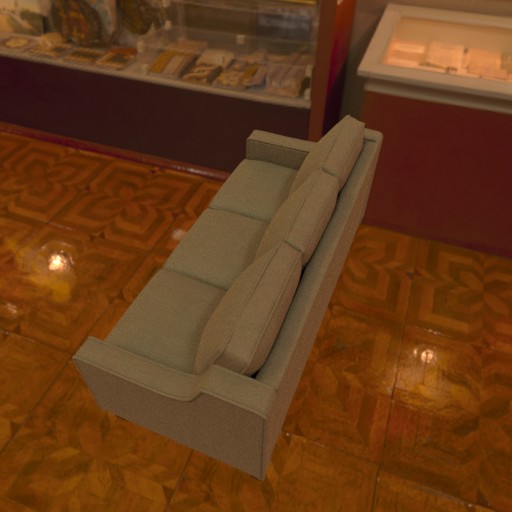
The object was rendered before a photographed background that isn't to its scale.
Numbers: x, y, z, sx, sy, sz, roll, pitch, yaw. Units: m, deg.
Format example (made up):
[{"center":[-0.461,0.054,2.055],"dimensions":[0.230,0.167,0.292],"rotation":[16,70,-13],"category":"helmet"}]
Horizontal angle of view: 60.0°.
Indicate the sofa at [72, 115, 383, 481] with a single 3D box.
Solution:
[{"center":[0.000,0.000,2.505],"dimensions":[0.911,0.974,1.986],"rotation":[17,48,15],"category":"sofa"}]
